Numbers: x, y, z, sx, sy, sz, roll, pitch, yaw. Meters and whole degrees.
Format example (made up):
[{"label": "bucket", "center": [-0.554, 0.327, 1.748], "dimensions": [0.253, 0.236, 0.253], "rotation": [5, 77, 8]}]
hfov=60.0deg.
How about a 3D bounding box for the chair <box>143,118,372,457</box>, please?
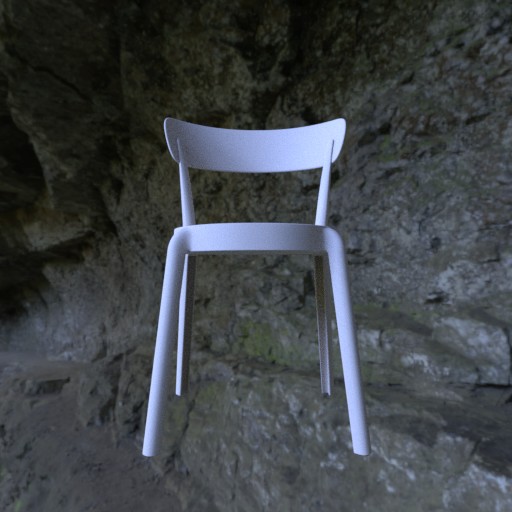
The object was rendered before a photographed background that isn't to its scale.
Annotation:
[{"label": "chair", "center": [0.000, 0.000, 1.111], "dimensions": [0.506, 0.790, 0.491], "rotation": [0, -1, -1]}]
